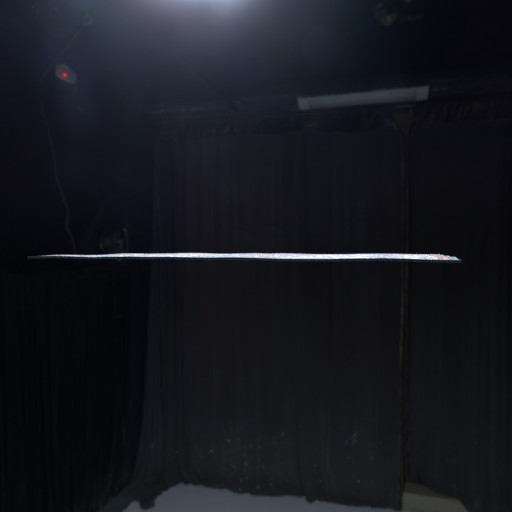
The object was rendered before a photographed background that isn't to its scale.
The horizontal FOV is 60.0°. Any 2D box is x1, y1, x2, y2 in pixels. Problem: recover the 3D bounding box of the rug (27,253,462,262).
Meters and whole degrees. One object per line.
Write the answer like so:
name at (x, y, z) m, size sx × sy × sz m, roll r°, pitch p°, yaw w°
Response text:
rug at (0.000, 0.000, 2.320) m, size 1.847 × 0.014 × 1.195 m, roll 0°, pitch 1°, yaw 18°
